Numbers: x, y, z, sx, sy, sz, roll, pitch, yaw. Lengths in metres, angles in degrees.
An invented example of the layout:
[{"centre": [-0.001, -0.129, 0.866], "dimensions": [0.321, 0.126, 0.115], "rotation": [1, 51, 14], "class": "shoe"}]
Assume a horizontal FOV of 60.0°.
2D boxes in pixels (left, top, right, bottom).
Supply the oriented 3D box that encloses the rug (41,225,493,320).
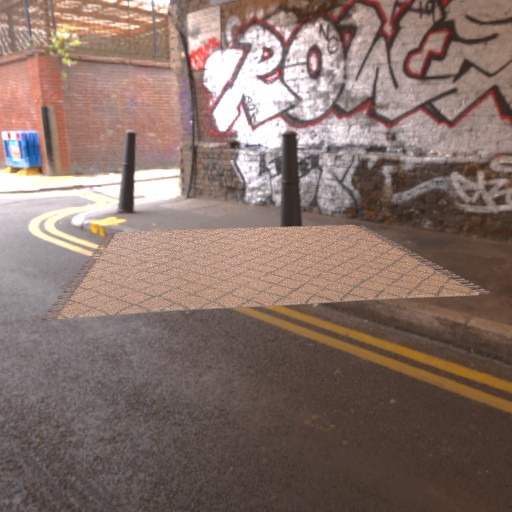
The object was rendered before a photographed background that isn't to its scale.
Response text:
[{"centre": [0.000, 0.000, 4.800], "dimensions": [3.585, 0.036, 2.892], "rotation": [-2, 16, -8], "class": "rug"}]
